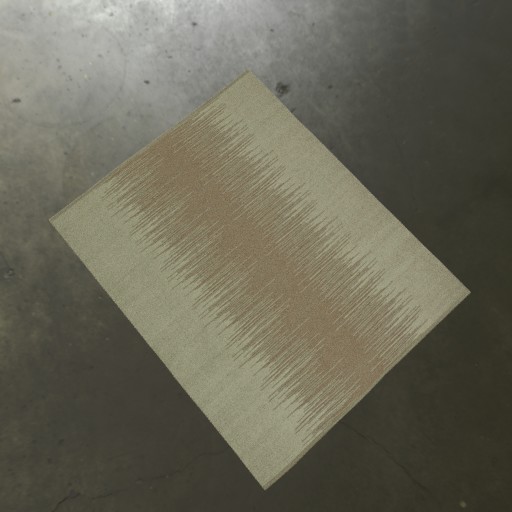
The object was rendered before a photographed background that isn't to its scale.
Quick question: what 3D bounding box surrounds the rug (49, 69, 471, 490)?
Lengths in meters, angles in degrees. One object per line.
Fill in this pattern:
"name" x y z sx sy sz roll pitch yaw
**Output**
"rug" 0.000 0.000 4.019 2.438 0.013 3.048 -40 80 -9
